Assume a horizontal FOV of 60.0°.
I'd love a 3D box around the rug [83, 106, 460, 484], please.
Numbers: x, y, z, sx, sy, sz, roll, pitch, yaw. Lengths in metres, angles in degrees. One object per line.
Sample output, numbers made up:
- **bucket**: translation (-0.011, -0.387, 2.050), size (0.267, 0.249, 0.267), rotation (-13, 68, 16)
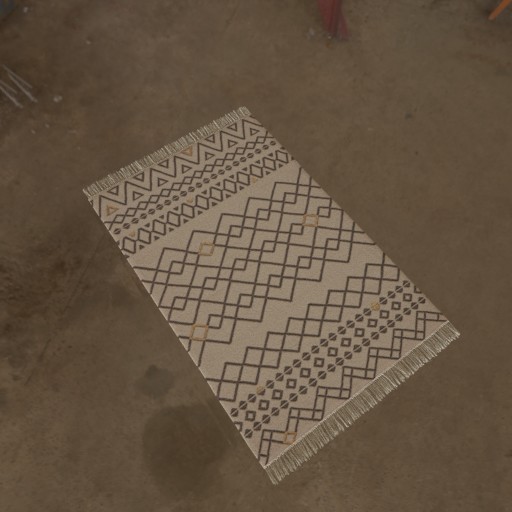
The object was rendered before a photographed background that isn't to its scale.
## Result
- **rug**: translation (0.000, 0.000, 2.539), size (1.224, 0.028, 2.023), rotation (-32, 67, -15)
